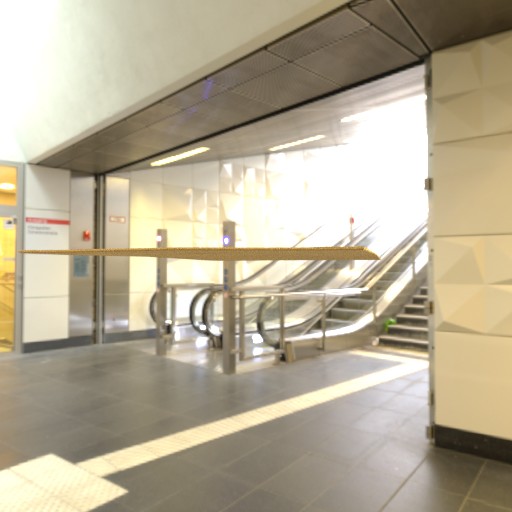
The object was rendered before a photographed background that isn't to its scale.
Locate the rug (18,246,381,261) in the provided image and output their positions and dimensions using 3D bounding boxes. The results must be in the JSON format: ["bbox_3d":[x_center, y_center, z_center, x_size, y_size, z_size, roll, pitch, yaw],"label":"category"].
[{"bbox_3d":[0.000,0.000,2.242,1.179,0.022,1.820,0,-2,17],"label":"rug"}]
